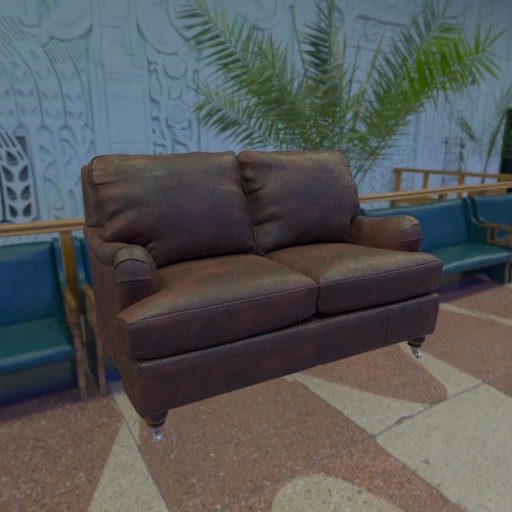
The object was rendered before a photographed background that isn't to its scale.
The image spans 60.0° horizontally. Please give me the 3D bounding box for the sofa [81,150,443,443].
[{"bbox_3d":[0.000,0.000,2.328,1.628,1.070,1.148,-8,17,-28],"label":"sofa"}]
